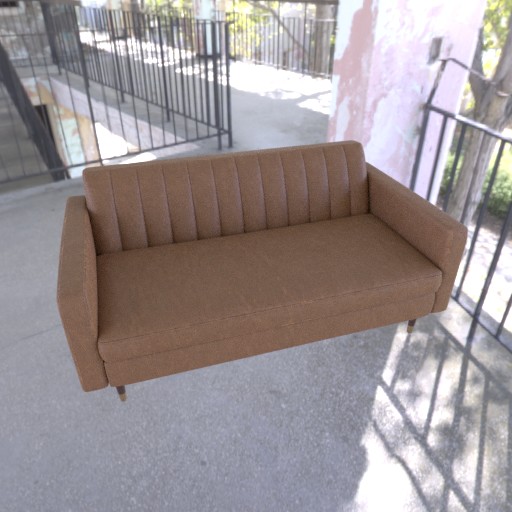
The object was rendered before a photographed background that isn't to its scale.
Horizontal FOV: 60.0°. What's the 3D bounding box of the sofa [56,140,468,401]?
[{"bbox_3d":[0.000,0.000,2.334,1.847,0.821,0.993,-10,33,-15],"label":"sofa"}]
